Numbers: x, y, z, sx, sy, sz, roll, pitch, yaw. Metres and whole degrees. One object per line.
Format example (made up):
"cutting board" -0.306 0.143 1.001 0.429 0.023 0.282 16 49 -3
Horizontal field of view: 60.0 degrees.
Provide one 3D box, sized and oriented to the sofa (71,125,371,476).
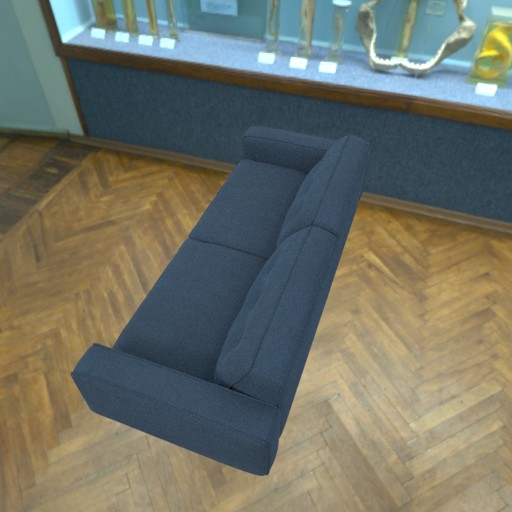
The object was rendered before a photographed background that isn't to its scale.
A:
"sofa" 0.000 0.000 2.689 0.953 0.782 2.270 15 48 14
